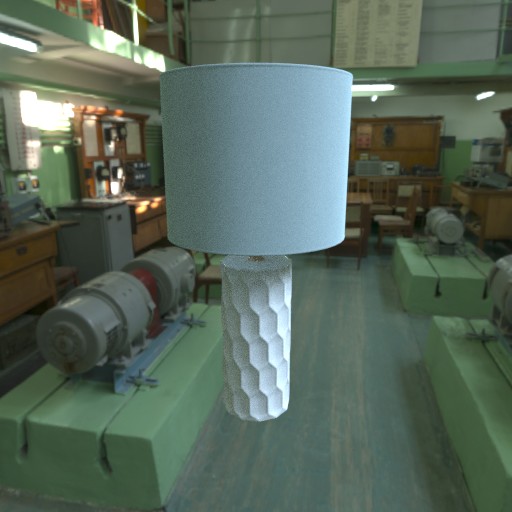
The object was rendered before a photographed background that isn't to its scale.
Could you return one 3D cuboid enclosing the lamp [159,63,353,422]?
[{"bbox_3d":[0.000,0.000,0.714,0.277,0.534,0.277,3,15,10],"label":"lamp"}]
